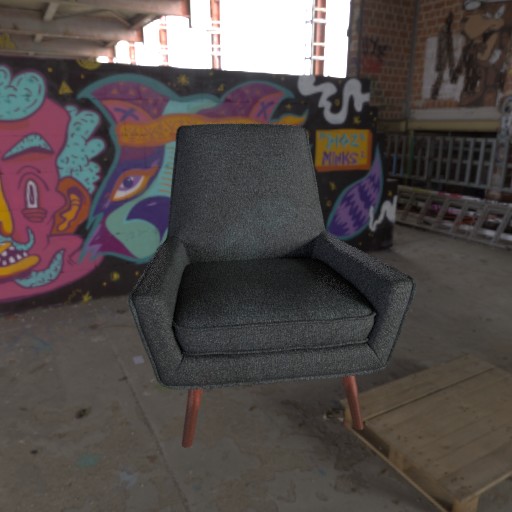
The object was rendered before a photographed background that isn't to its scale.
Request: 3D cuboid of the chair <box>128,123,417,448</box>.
[{"bbox_3d":[0.000,0.000,1.534,0.763,0.883,0.859,-2,16,-8],"label":"chair"}]
